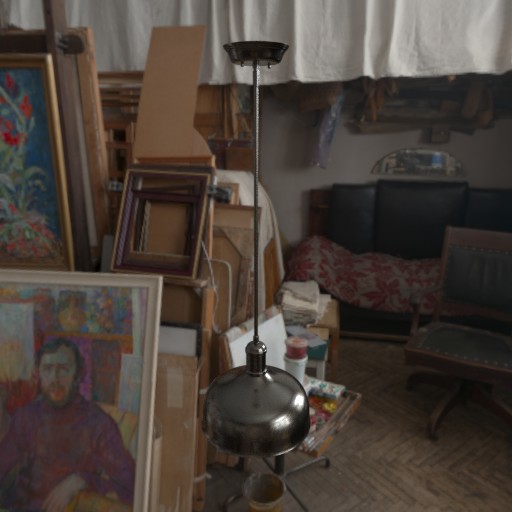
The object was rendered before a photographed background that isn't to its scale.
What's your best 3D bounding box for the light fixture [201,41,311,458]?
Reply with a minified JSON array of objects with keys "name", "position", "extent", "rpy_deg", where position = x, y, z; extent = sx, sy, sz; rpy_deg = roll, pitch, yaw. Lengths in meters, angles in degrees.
[{"name":"light fixture","position":[0.000,0.000,1.083],"extent":[0.299,0.935,0.299],"rpy_deg":[-9,19,-28]}]
